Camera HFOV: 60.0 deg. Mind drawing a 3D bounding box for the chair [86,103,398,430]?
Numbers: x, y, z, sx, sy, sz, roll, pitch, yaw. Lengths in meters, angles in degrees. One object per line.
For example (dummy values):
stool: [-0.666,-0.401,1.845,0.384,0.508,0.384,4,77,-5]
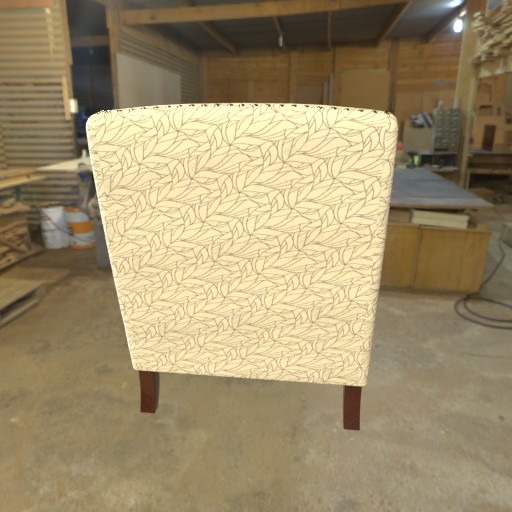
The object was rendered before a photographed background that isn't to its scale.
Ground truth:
chair: [0.000,0.000,1.273,0.623,0.816,0.651,2,18,7]
